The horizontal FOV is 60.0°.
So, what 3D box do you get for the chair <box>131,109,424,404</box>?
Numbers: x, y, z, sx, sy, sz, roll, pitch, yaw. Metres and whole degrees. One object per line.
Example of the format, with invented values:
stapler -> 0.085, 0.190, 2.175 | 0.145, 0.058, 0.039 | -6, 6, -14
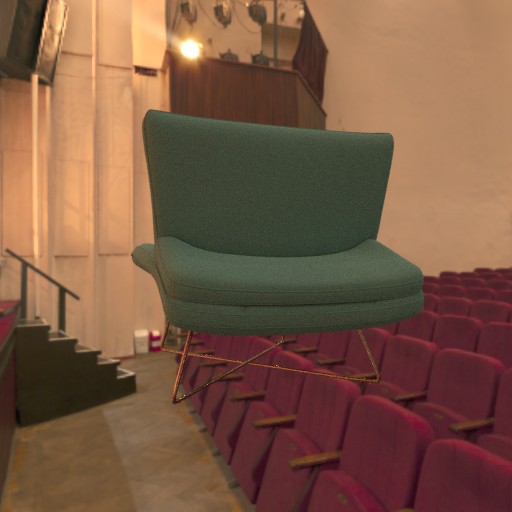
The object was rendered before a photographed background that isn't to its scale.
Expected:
chair -> 0.000, 0.000, 1.640 | 0.859, 0.855, 1.008 | 0, 0, -18
